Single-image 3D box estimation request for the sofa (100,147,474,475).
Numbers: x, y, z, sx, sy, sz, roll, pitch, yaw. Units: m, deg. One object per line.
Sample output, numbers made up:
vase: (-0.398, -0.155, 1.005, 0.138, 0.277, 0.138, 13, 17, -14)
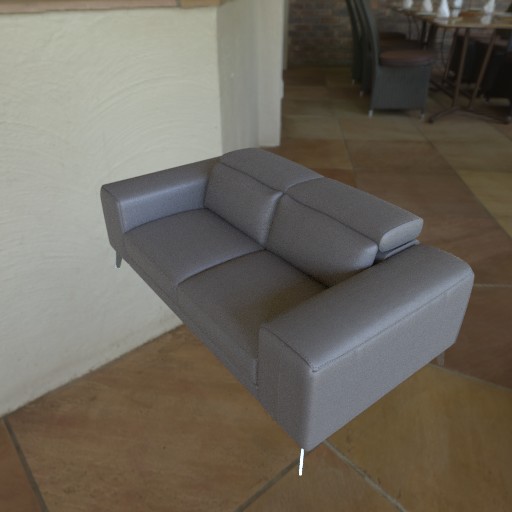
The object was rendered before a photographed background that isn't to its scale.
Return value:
sofa: (0.000, 0.000, 2.447, 1.024, 0.753, 1.930, -22, 38, -31)
